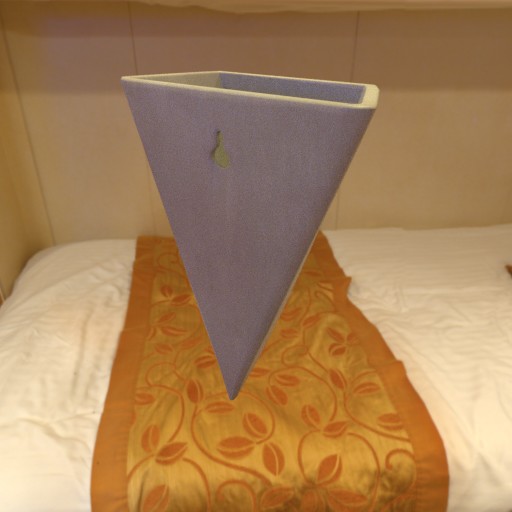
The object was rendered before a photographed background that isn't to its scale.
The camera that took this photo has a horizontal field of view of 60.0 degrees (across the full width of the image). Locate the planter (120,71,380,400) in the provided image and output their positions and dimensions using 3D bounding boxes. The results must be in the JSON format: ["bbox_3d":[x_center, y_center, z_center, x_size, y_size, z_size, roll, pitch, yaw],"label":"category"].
[{"bbox_3d":[0.000,0.000,0.269,0.150,0.197,0.060,20,34,32],"label":"planter"}]
